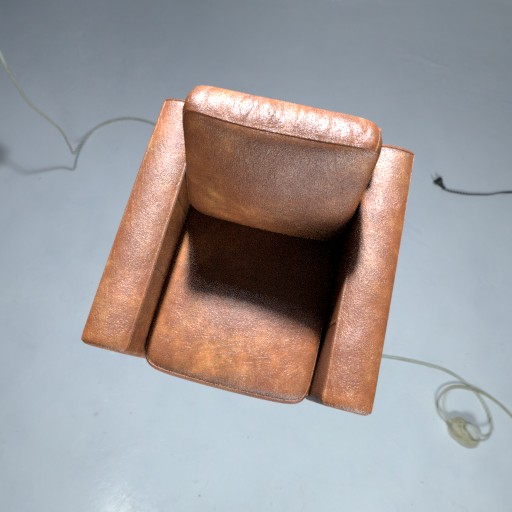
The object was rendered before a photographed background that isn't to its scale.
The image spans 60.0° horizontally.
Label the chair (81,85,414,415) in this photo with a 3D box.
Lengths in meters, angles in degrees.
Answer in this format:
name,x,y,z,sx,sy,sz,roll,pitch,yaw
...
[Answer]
name,x,y,z,sx,sy,sz,roll,pitch,yaw
chair,0.000,0.000,1.697,1.005,0.873,1.016,13,74,4
